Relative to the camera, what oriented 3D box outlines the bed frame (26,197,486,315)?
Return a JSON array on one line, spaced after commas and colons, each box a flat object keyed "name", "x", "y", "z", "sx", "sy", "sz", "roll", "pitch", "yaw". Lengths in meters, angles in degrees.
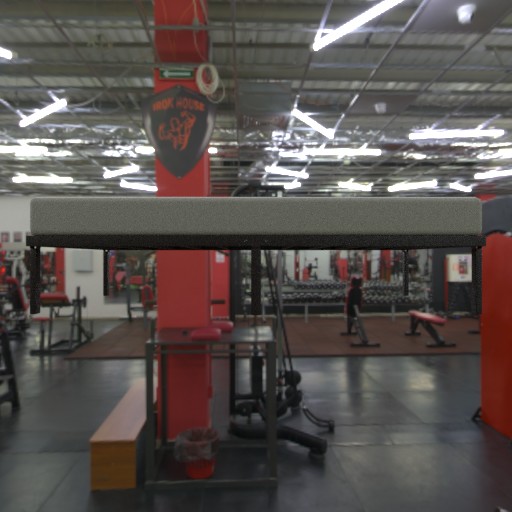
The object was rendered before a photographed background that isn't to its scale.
[{"name": "bed frame", "x": 0.000, "y": 0.000, "z": 3.216, "sx": 2.635, "sy": 0.680, "sz": 1.393, "roll": 0, "pitch": 0, "yaw": 0}]
